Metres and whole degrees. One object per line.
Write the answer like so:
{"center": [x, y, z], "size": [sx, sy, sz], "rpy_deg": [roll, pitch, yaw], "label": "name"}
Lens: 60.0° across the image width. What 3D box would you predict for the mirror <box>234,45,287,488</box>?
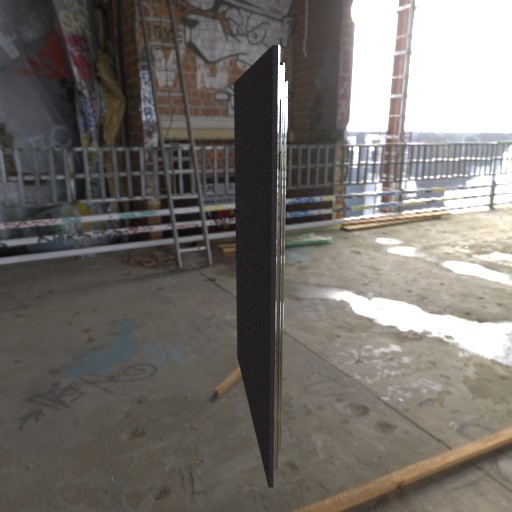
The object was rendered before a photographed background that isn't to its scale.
{"center": [0.000, 0.000, 1.168], "size": [0.039, 0.914, 0.613], "rpy_deg": [-2, 16, -9], "label": "mirror"}
